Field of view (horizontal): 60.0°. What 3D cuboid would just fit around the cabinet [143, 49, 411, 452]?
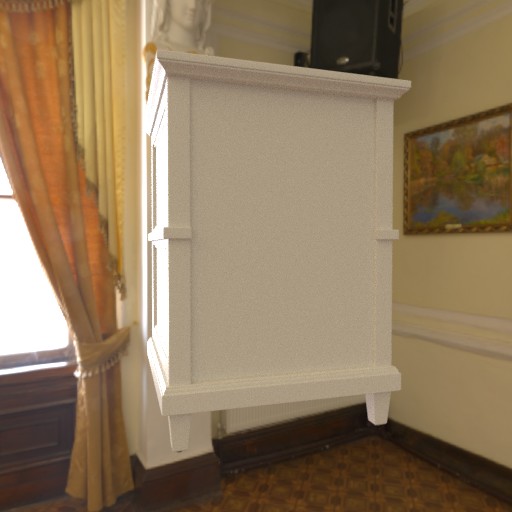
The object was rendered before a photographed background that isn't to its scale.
[{"bbox_3d":[0.000,0.000,1.160,0.544,0.775,0.547,0,1,-17],"label":"cabinet"}]
